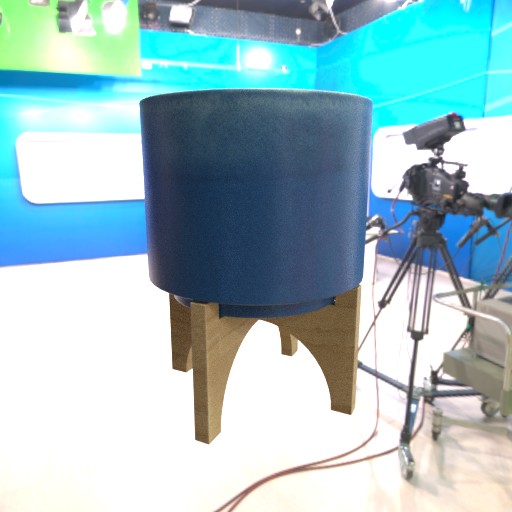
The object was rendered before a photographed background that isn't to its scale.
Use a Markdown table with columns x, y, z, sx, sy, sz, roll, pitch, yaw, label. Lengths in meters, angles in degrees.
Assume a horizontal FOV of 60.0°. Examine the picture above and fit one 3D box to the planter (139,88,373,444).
| x | y | z | sx | sy | sz | roll | pitch | yaw | label |
| --- | --- | --- | --- | --- | --- | --- | --- | --- | --- |
| 0.000 | 0.000 | 0.404 | 0.192 | 0.263 | 0.192 | 0 | 13 | 0 | planter |
